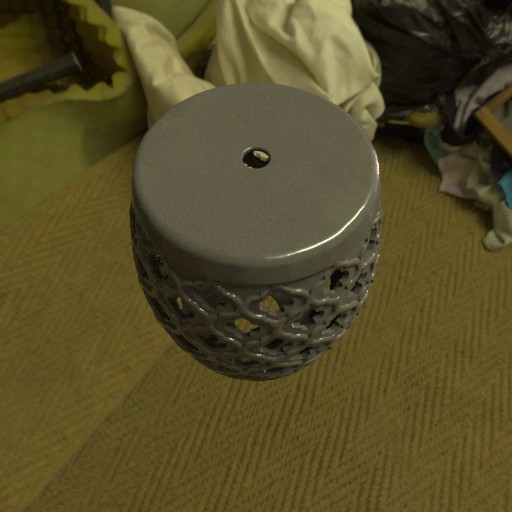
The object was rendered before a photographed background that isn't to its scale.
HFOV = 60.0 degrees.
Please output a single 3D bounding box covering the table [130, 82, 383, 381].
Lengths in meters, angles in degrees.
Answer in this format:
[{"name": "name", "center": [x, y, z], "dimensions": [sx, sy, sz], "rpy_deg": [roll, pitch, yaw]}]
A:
[{"name": "table", "center": [0.000, 0.000, 0.629], "dimensions": [0.325, 0.388, 0.325], "rpy_deg": [0, 58, 0]}]
